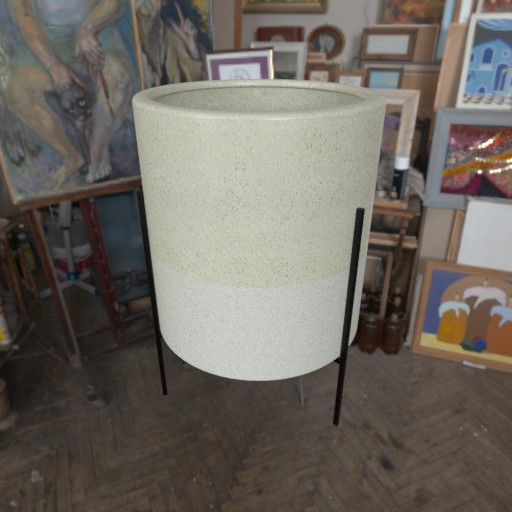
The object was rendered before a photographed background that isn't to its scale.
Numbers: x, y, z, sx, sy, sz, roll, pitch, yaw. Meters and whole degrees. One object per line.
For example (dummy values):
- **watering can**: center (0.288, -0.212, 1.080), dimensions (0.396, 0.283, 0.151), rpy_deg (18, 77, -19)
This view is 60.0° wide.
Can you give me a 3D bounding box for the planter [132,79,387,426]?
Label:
- **planter**: center (0.000, 0.000, 0.689), dimensions (0.333, 0.483, 0.324), rpy_deg (-8, 29, -15)
